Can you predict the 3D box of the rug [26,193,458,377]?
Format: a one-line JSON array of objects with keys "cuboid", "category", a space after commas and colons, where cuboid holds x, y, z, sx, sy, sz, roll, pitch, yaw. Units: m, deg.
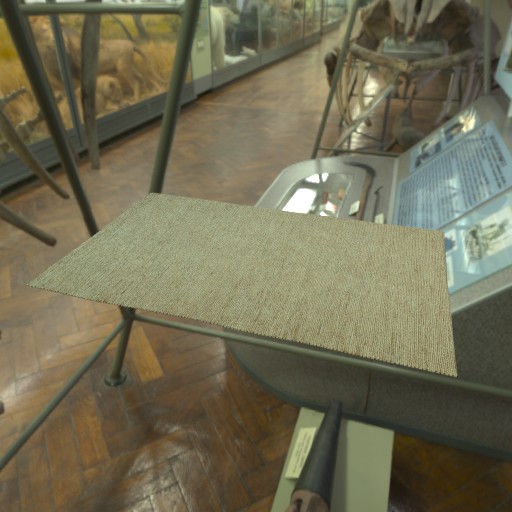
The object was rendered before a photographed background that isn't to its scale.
[{"cuboid": [0.000, 0.000, 2.981, 2.439, 0.011, 1.533, 9, 32, 15], "category": "rug"}]
